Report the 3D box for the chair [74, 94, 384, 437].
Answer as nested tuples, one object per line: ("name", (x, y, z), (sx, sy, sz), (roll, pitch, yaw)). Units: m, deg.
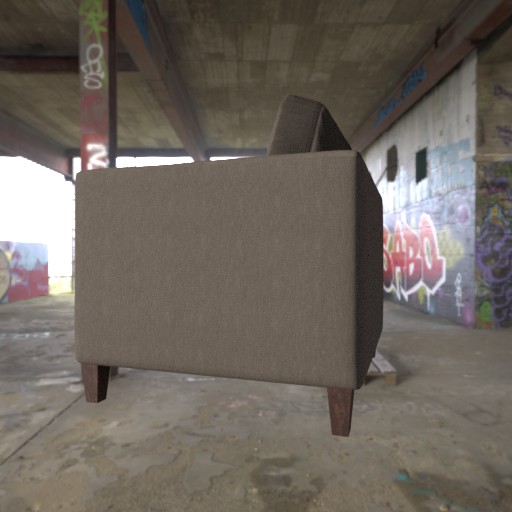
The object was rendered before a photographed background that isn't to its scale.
("chair", (0.000, 0.000, 1.805), (0.959, 0.963, 1.107), (0, 0, 19))
